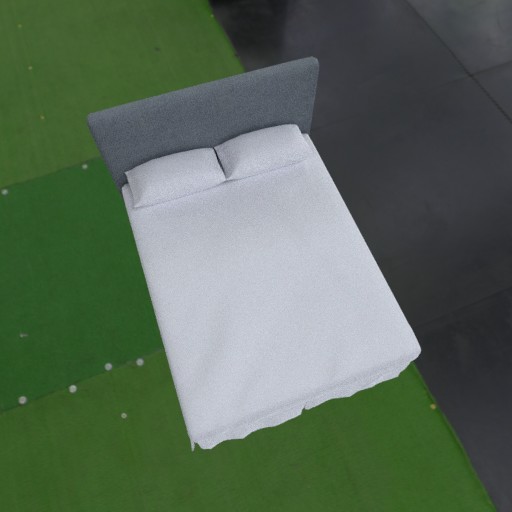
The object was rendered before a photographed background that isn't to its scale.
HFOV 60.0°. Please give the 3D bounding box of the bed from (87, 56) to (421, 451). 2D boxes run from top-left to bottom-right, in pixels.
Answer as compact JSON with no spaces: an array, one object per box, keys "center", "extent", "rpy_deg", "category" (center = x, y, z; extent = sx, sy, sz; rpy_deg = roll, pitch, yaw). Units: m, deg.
[{"center":[0.000,0.000,3.169],"extent":[1.713,1.330,2.142],"rpy_deg":[-18,65,-9],"category":"bed"}]
